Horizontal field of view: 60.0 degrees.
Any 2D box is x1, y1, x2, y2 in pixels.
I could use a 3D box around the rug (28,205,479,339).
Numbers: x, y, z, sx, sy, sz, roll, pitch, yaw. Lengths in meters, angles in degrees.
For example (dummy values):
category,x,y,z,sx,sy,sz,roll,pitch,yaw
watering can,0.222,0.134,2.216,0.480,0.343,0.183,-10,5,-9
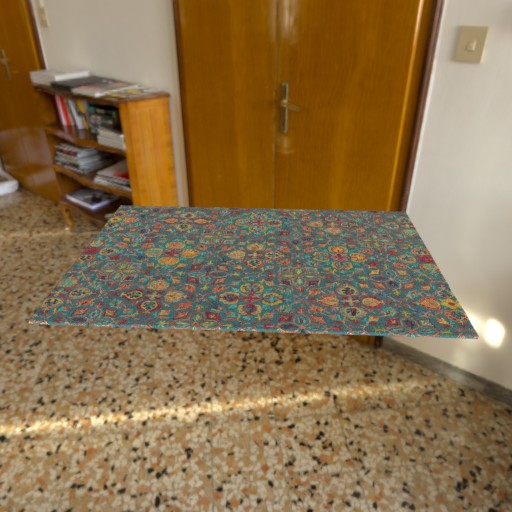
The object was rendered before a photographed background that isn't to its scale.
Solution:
category,x,y,z,sx,sy,sz,roll,pitch,yaw
rug,0.000,0.000,2.319,1.836,0.014,1.216,2,30,3
